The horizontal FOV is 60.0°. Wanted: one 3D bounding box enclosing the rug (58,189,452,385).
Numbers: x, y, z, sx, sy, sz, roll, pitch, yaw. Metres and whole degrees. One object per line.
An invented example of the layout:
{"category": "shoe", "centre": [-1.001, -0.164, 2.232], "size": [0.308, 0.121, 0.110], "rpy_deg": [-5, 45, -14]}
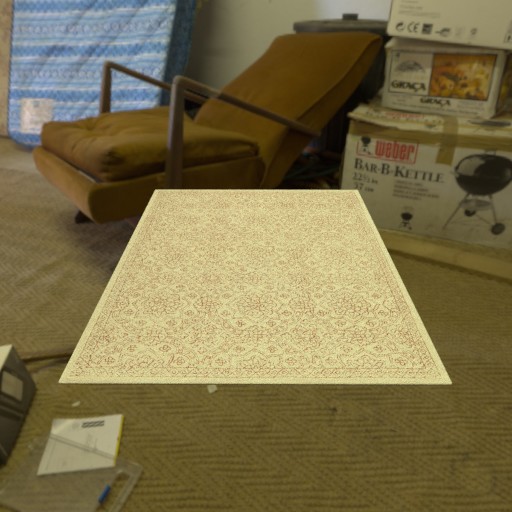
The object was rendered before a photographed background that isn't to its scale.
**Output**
{"category": "rug", "centre": [0.000, 0.000, 4.040], "size": [2.441, 0.015, 3.050], "rpy_deg": [0, 31, 0]}
